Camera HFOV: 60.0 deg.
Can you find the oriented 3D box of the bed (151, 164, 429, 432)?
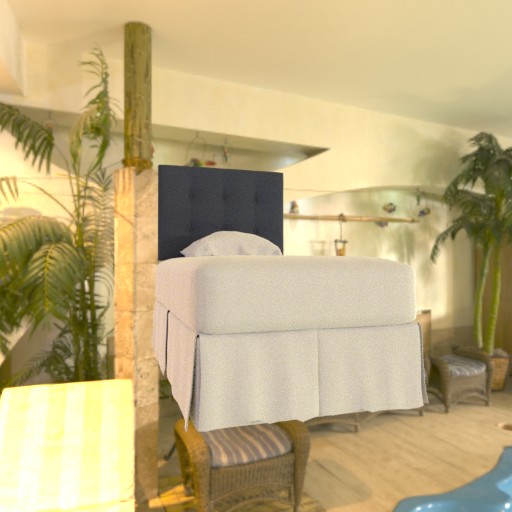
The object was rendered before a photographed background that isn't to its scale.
[{"bbox_3d":[0.000,0.000,3.024,1.261,1.571,1.997,0,-1,-18],"label":"bed"}]
